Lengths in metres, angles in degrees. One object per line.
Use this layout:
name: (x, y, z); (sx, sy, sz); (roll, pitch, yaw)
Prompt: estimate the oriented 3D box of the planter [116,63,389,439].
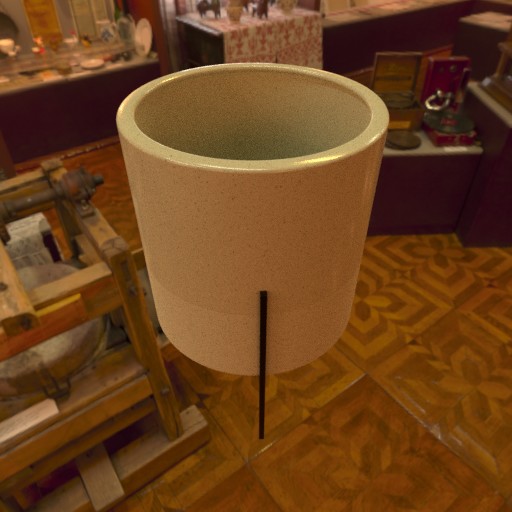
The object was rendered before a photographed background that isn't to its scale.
planter: (0.000, 0.000, 0.676); (0.323, 0.475, 0.314); (-24, 46, -26)
